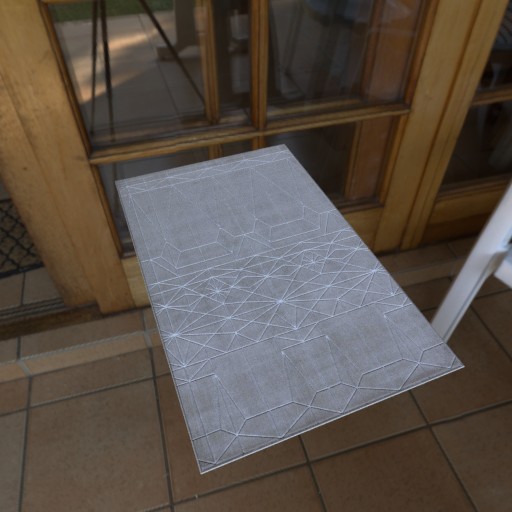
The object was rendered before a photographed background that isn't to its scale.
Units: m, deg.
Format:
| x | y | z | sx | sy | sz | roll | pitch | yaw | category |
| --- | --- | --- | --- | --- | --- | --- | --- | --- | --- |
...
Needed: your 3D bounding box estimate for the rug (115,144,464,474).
| x | y | z | sx | sy | sz | roll | pitch | yaw | category |
| --- | --- | --- | --- | --- | --- | --- | --- | --- | --- |
| 0.000 | 0.000 | 3.053 | 1.524 | 0.012 | 2.438 | -16 | 48 | -15 | rug |
